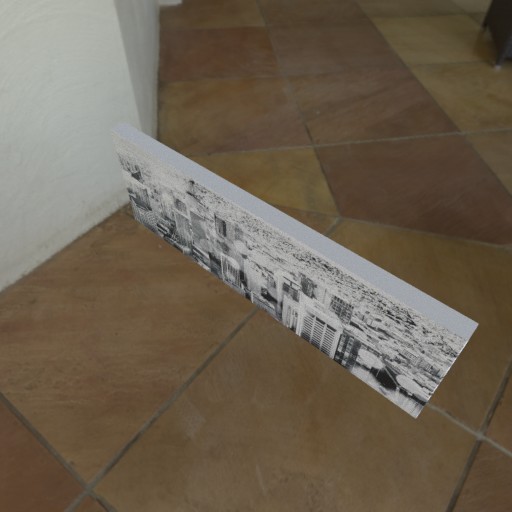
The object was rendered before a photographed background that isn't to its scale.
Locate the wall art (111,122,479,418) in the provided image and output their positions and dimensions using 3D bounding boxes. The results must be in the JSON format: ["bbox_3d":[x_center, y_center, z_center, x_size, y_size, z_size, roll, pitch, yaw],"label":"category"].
[{"bbox_3d":[0.000,0.000,0.849,0.763,0.255,0.038,33,56,26],"label":"wall art"}]
